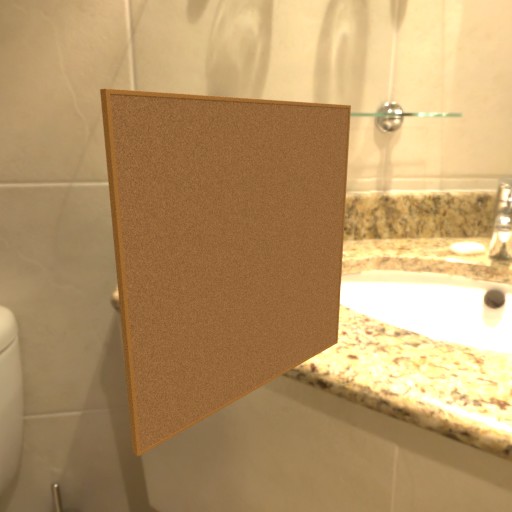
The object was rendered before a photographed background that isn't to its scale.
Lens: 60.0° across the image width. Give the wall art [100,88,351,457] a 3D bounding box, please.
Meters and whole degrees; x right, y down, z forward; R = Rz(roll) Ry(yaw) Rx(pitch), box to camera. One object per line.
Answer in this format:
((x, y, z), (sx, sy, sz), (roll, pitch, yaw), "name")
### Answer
((0.000, 0.000, 0.682), (0.013, 0.455, 0.457), (15, 22, 43), "wall art")
